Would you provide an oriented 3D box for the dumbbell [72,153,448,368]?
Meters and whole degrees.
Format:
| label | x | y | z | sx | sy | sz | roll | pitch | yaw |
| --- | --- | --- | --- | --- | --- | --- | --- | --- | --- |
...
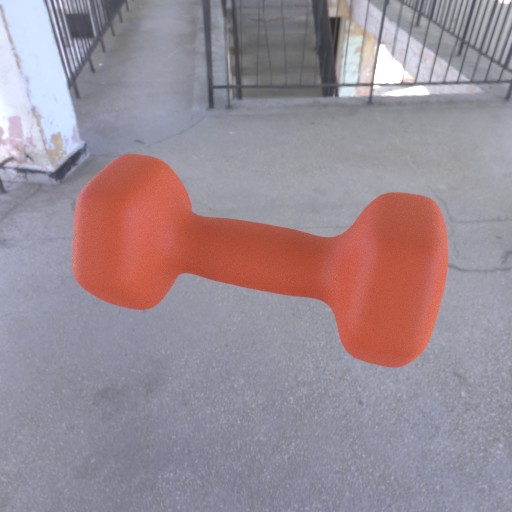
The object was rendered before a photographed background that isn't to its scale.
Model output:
| label | x | y | z | sx | sy | sz | roll | pitch | yaw |
| --- | --- | --- | --- | --- | --- | --- | --- | --- | --- |
| dumbbell | 0.000 | 0.000 | 0.208 | 0.162 | 0.071 | 0.079 | 11 | 41 | 13 |
